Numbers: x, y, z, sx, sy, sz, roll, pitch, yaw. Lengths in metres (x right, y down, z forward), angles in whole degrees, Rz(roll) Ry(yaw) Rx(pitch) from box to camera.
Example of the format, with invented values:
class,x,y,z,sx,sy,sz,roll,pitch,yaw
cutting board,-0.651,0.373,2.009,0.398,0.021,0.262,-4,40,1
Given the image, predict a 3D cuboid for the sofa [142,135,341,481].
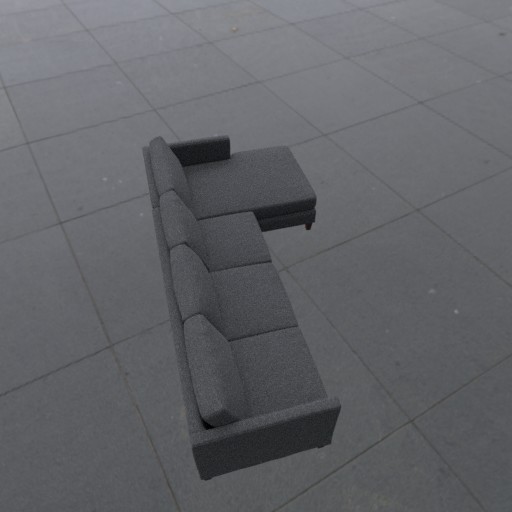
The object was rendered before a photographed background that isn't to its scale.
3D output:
class,x,y,z,sx,sy,sz,roll,pitch,yaw
sofa,0.000,0.000,3.888,1.625,0.846,3.186,-11,48,-10
